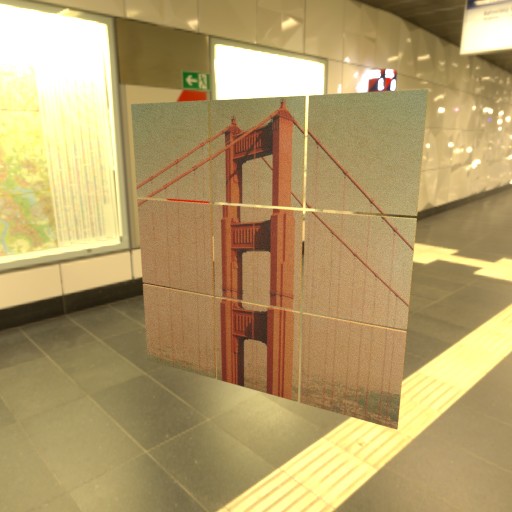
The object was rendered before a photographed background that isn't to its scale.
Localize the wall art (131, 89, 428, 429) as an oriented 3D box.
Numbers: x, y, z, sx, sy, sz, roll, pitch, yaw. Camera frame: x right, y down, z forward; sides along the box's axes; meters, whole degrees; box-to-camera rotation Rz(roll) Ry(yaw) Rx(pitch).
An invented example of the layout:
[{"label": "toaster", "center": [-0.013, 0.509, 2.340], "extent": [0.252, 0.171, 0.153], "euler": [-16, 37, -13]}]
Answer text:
[{"label": "wall art", "center": [0.000, 0.000, 1.808], "extent": [1.214, 1.219, 0.013], "euler": [7, 16, 26]}]
